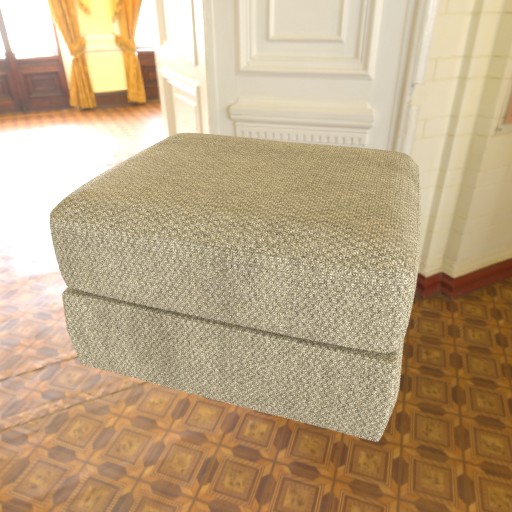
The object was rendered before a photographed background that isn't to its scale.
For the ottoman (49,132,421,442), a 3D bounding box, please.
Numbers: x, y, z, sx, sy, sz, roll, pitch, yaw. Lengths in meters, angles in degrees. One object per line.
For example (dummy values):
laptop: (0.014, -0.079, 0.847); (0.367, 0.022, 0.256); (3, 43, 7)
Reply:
ottoman: (0.000, 0.000, 1.111); (0.751, 0.476, 0.603); (9, 32, 15)
